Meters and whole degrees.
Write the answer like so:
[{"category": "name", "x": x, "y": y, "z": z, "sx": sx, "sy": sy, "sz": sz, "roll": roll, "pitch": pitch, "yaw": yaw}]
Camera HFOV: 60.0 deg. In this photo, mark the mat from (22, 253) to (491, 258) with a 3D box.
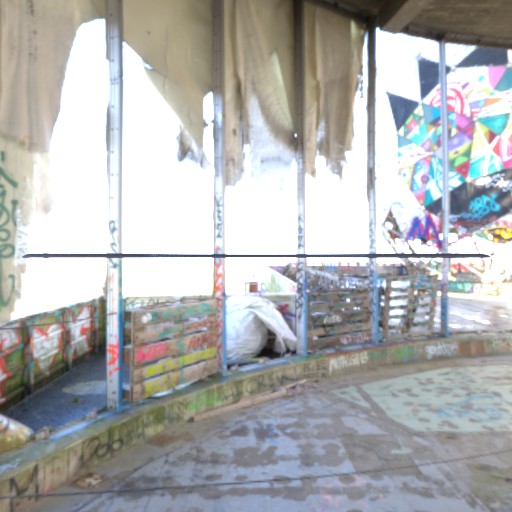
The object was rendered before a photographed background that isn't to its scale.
[{"category": "mat", "x": 0.000, "y": 0.000, "z": 1.862, "sx": 1.525, "sy": 0.016, "sz": 0.917, "roll": 0, "pitch": 0, "yaw": -1}]
